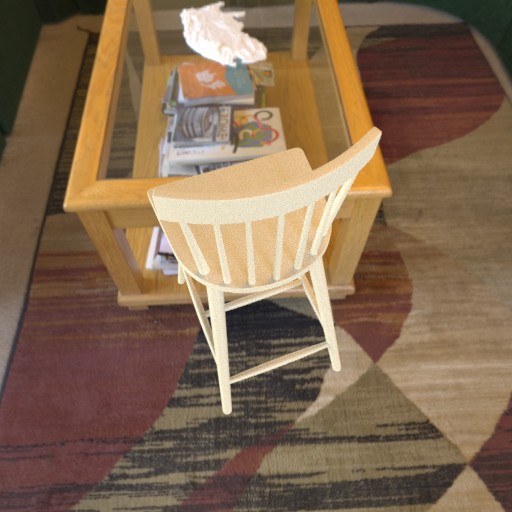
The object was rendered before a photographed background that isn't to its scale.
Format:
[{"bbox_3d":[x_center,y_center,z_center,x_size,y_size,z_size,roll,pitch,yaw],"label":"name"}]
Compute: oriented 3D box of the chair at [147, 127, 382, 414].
[{"bbox_3d":[0.000,0.000,1.293,0.483,0.952,0.572,-18,60,-11],"label":"chair"}]
